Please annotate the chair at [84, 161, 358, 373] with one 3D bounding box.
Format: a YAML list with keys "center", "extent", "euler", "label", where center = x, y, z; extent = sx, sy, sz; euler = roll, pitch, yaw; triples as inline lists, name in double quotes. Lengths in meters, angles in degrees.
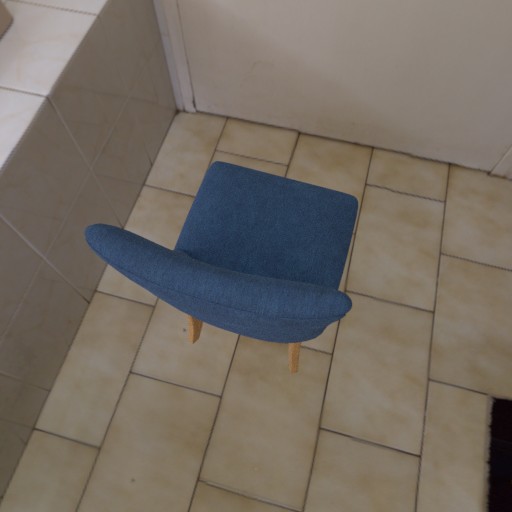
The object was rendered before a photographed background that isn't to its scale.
- center: [0.000, 0.000, 1.236]
  extent: [0.495, 0.902, 0.609]
  euler: [16, 65, 7]
  label: "chair"
